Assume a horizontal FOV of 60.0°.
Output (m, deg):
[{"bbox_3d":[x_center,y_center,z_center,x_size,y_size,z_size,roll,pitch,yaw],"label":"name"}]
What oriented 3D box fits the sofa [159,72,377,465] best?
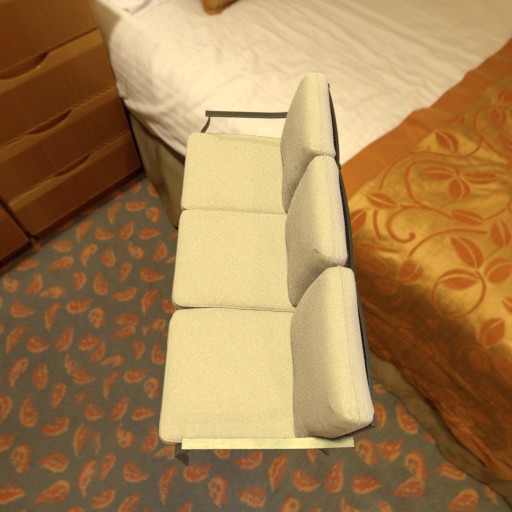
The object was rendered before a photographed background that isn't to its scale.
[{"bbox_3d":[0.000,0.000,2.127,0.787,0.860,1.740,0,59,0],"label":"sofa"}]
